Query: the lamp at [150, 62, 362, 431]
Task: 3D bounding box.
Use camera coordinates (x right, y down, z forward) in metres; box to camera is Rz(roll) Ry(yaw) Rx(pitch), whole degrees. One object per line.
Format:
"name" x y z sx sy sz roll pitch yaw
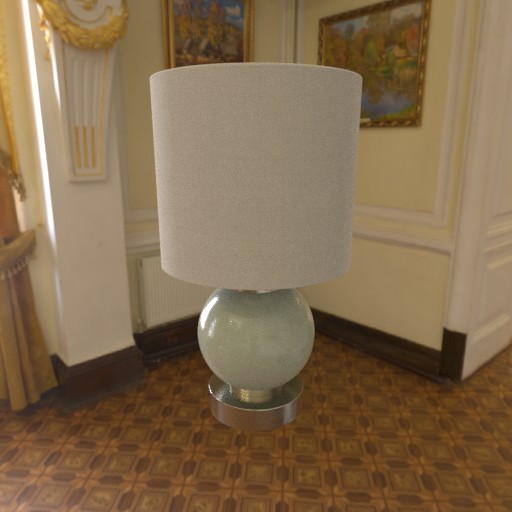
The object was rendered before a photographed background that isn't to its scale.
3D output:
"lamp" 0.000 0.000 0.473 0.201 0.353 0.201 -8 17 -27
